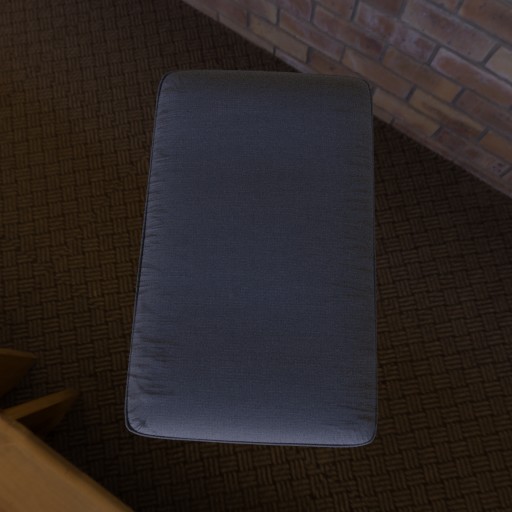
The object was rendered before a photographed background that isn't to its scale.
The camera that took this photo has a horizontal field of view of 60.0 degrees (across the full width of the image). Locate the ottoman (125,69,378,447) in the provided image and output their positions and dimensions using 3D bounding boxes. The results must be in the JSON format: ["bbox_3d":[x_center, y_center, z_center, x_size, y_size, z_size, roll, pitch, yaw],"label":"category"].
[{"bbox_3d":[0.000,0.000,1.189,0.570,0.438,0.885,3,77,1],"label":"ottoman"}]
